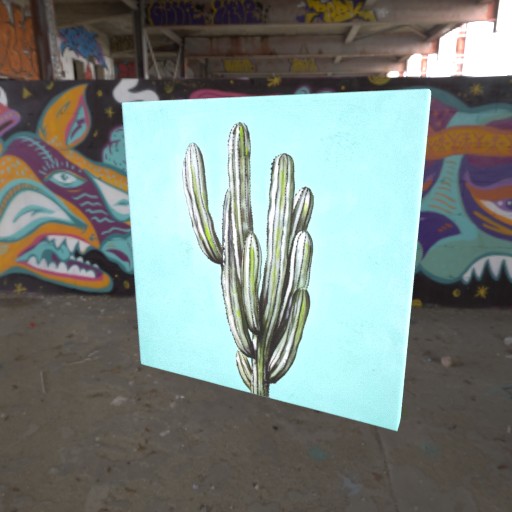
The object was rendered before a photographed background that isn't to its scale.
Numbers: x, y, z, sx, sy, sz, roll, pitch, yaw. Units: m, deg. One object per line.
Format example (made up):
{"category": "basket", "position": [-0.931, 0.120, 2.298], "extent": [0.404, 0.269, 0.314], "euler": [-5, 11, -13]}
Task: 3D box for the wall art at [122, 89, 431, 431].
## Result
{"category": "wall art", "position": [0.000, 0.000, 1.586], "extent": [1.071, 1.073, 0.070], "euler": [7, 16, 24]}
